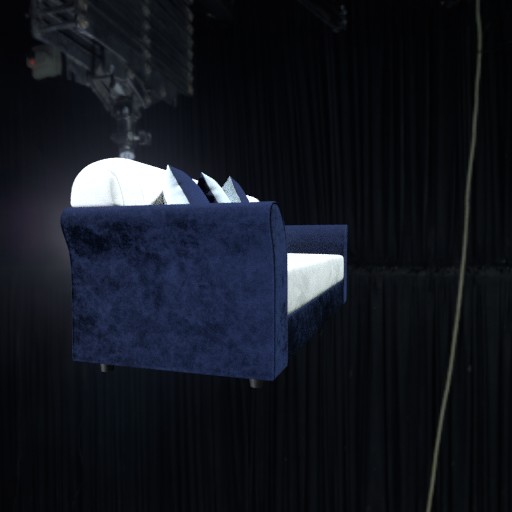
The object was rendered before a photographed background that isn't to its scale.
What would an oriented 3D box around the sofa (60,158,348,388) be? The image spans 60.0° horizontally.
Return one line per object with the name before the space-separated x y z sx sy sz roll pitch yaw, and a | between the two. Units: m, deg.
sofa | 0.000 0.000 2.343 0.749 0.789 2.006 1 2 18
